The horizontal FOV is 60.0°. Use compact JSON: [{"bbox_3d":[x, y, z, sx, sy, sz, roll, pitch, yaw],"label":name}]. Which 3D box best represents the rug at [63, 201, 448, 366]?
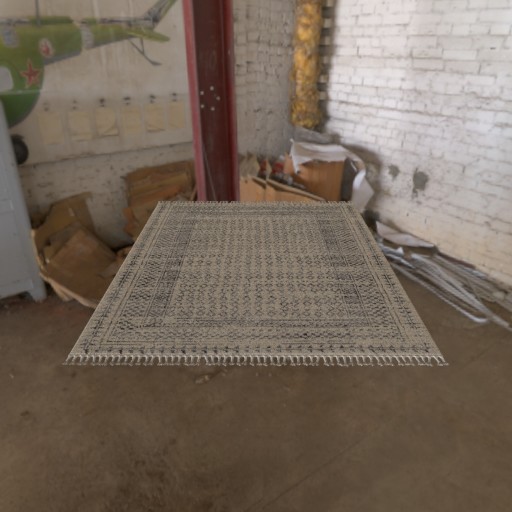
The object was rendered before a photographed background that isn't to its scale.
[{"bbox_3d":[0.000,0.000,3.942,2.312,0.013,2.940,0,26,0],"label":"rug"}]
